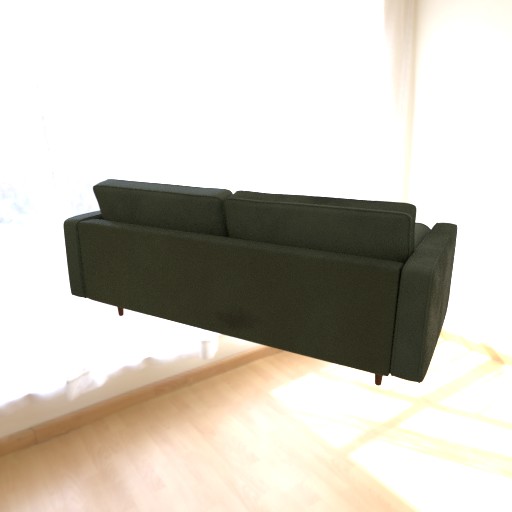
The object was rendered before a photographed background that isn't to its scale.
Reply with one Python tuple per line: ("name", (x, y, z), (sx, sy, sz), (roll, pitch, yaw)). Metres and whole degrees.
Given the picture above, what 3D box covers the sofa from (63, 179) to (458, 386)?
("sofa", (0.000, 0.000, 2.345), (1.880, 0.772, 0.916), (9, 19, 27))
